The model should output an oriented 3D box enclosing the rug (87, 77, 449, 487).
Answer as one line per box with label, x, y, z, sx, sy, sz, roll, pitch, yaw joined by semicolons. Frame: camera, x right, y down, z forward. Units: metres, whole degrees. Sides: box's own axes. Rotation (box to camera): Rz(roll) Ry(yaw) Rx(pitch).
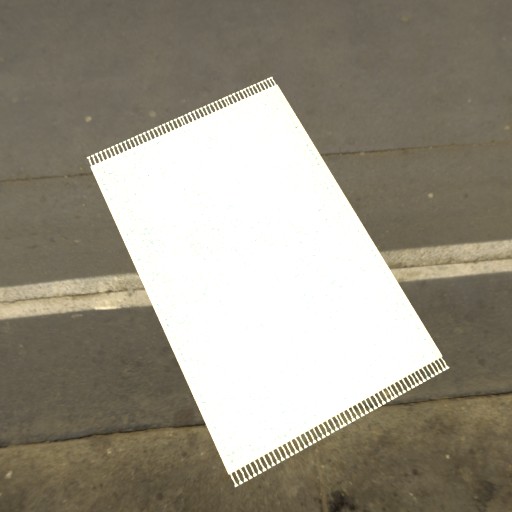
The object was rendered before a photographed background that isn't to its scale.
rug;0.000;0.000;3.024;1.524;0.010;2.438;-26;76;-7
